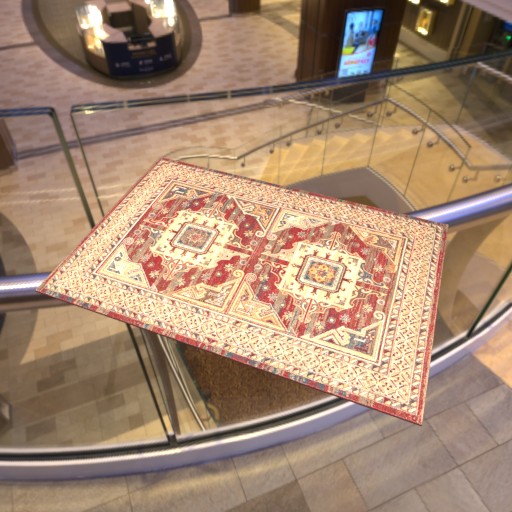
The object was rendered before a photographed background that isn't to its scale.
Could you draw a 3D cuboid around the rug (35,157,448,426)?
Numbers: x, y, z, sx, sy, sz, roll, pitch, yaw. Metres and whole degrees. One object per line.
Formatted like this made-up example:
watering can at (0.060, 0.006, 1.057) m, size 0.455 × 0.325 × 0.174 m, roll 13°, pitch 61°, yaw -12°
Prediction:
rug at (0.000, 0.000, 5.779) m, size 4.578 × 0.033 × 3.033 m, roll 16°, pitch 49°, yaw 14°
